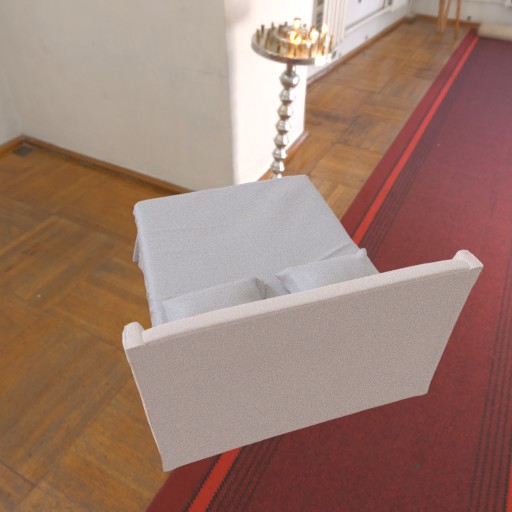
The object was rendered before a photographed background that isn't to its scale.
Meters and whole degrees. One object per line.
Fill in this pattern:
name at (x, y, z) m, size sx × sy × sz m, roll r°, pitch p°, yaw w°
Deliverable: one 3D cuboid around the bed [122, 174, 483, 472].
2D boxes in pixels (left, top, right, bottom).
bed at (0.000, 0.000, 3.409) m, size 1.925 × 1.332 × 2.276 m, roll -11°, pitch 43°, yaw -12°
